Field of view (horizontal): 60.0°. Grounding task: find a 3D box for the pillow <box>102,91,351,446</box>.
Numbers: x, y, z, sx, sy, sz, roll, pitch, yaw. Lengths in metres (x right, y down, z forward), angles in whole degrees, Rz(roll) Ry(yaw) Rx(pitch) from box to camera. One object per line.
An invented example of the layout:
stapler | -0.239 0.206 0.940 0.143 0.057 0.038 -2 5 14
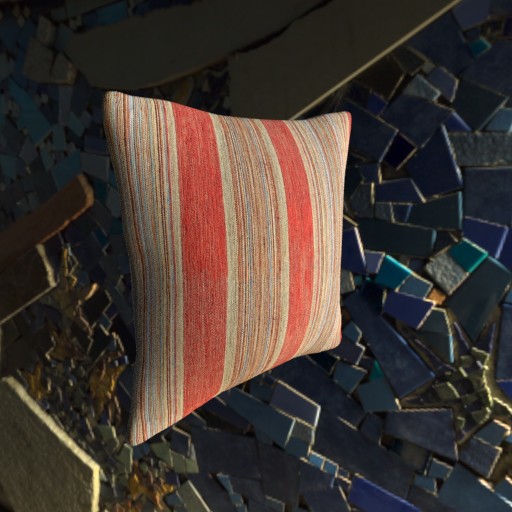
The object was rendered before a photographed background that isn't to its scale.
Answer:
pillow | 0.000 0.000 0.640 0.437 0.419 0.136 -13 19 -42
